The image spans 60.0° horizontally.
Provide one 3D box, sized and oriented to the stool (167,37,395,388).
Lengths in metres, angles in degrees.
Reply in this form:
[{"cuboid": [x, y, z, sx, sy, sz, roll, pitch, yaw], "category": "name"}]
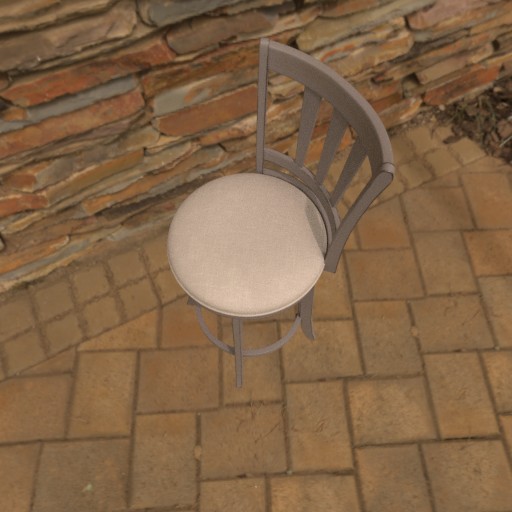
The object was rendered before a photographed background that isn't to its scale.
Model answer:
[{"cuboid": [0.000, 0.000, 1.274, 0.475, 1.023, 0.436, -29, 66, -14], "category": "stool"}]
